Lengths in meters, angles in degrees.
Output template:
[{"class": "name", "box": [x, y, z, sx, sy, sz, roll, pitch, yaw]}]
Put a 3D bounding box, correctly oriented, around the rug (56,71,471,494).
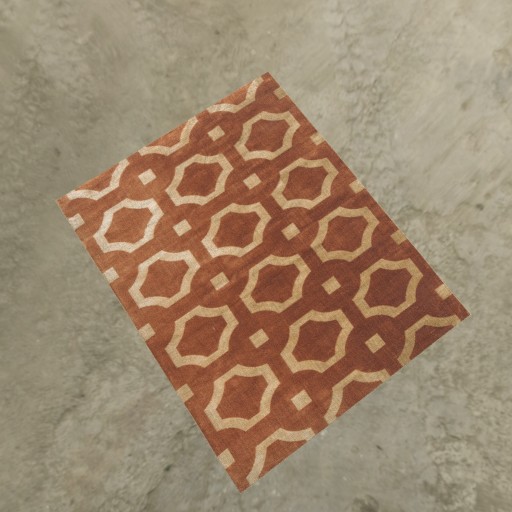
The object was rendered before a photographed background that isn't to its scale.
[{"class": "rug", "box": [0.000, 0.000, 4.019, 2.466, 0.021, 3.049, -34, 78, -9]}]
